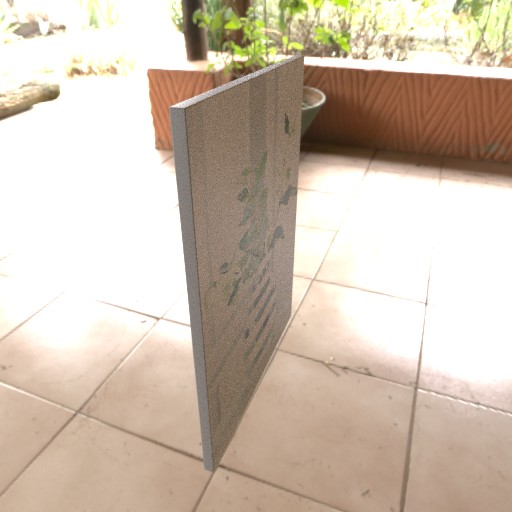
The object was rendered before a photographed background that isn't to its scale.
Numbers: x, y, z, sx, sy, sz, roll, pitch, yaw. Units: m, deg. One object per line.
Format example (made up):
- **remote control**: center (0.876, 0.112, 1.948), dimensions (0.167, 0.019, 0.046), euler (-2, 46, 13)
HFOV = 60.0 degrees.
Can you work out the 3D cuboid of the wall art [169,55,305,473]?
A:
- **wall art**: center (0.000, 0.000, 1.579), dimensions (0.038, 1.212, 0.914), euler (11, 33, 18)
